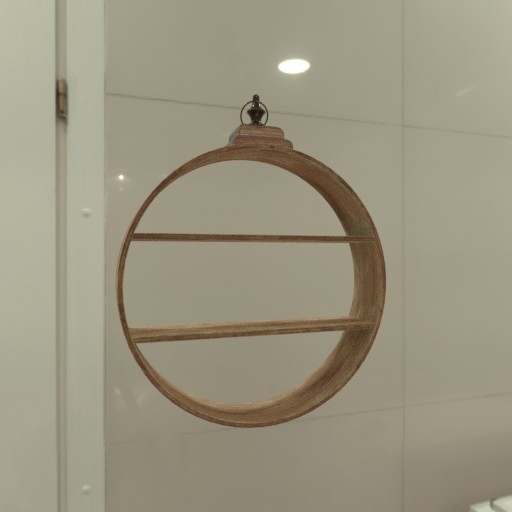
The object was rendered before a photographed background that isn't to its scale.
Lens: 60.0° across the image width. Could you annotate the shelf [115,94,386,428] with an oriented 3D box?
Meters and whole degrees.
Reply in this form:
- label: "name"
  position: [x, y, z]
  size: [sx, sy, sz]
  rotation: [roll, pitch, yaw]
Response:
- label: "shelf"
  position: [0.000, 0.000, 0.998]
  size: [0.601, 0.725, 0.125]
  rotation: [0, 0, -19]
